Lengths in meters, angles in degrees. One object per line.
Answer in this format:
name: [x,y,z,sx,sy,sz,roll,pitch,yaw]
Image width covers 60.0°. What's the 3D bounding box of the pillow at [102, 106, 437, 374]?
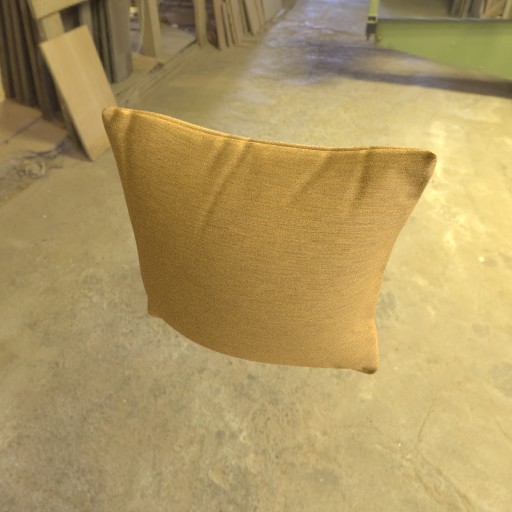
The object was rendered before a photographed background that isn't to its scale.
pillow: [0.000,0.000,0.677,0.435,0.417,0.247,12,42,14]
